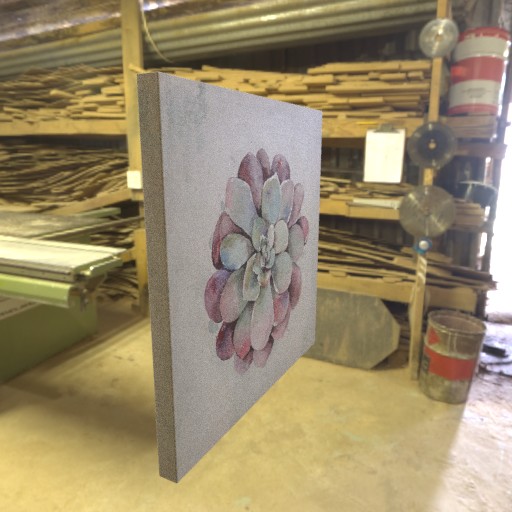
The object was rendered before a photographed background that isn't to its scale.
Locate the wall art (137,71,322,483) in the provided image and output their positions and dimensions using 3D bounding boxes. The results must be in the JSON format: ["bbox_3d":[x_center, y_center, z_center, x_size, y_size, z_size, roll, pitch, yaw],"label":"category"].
[{"bbox_3d":[0.000,0.000,0.896,0.044,0.605,0.605,7,15,27],"label":"wall art"}]
